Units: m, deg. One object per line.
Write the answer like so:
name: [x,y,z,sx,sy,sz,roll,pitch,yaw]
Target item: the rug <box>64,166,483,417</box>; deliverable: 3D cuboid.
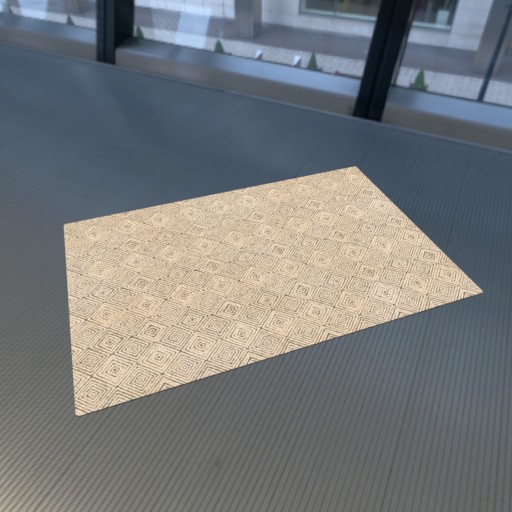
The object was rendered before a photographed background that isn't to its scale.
rug: [0.000,0.000,2.209,1.783,0.008,1.175,-14,44,-15]
